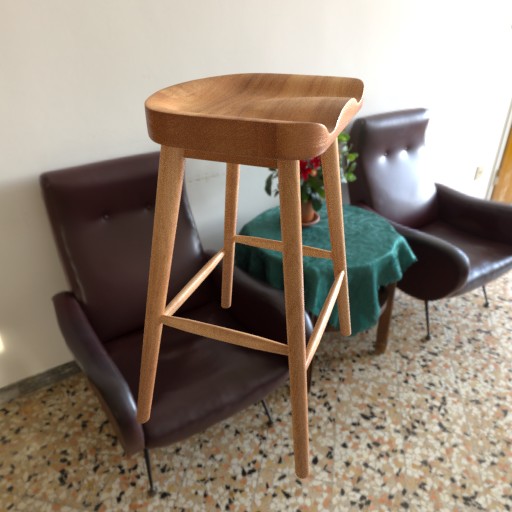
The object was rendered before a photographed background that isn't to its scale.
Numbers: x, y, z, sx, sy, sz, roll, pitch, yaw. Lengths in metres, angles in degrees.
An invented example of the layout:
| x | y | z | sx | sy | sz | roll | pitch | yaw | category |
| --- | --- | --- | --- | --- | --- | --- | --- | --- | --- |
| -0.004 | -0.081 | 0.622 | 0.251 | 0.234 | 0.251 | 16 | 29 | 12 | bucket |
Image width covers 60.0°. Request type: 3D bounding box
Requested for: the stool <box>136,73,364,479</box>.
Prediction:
| x | y | z | sx | sy | sz | roll | pitch | yaw | category |
| --- | --- | --- | --- | --- | --- | --- | --- | --- | --- |
| 0.000 | 0.000 | 0.866 | 0.361 | 0.615 | 0.440 | 11 | 32 | 18 | stool |
